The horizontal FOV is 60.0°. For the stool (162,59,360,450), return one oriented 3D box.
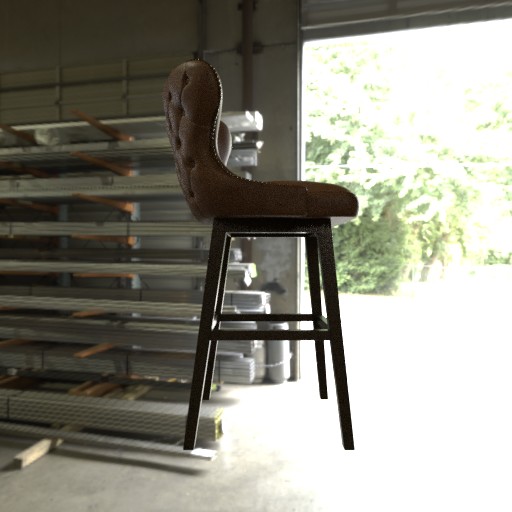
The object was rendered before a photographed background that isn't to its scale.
[{"bbox_3d":[0.000,0.000,1.475,0.606,1.087,0.591,0,0,0],"label":"stool"}]
